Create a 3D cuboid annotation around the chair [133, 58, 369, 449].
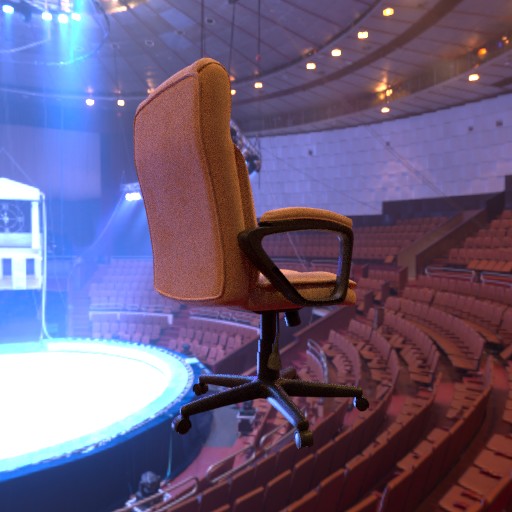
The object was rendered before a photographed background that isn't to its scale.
[{"bbox_3d":[0.000,0.000,1.554,0.724,1.105,0.667,0,0,-36],"label":"chair"}]
